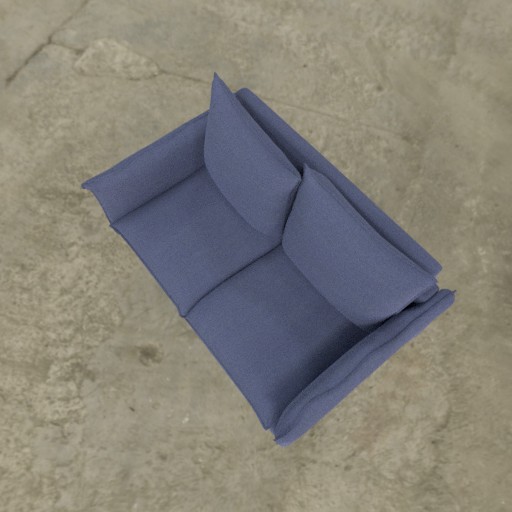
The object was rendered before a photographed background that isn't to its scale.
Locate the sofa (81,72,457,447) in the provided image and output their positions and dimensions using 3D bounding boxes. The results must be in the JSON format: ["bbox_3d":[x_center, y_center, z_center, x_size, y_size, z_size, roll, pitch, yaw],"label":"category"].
[{"bbox_3d":[0.000,0.000,1.841,0.820,0.840,1.300,-36,69,-16],"label":"sofa"}]
